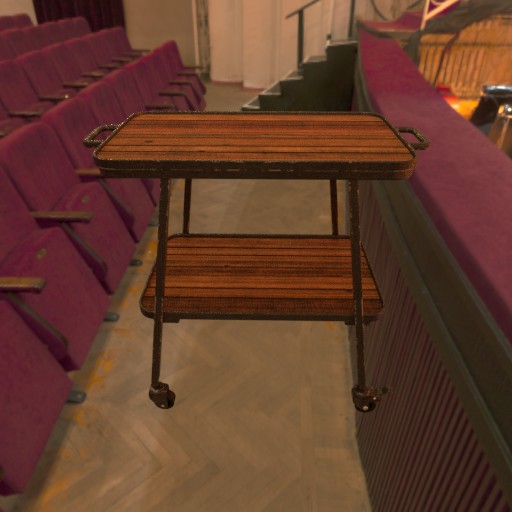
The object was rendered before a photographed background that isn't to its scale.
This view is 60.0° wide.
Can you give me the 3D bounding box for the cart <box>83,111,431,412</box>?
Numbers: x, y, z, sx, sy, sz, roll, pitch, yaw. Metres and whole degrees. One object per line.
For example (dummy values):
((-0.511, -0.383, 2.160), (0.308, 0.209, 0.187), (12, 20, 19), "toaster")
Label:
((0.000, 0.000, 1.250), (0.806, 0.700, 0.515), (1, 32, 1), "cart")
